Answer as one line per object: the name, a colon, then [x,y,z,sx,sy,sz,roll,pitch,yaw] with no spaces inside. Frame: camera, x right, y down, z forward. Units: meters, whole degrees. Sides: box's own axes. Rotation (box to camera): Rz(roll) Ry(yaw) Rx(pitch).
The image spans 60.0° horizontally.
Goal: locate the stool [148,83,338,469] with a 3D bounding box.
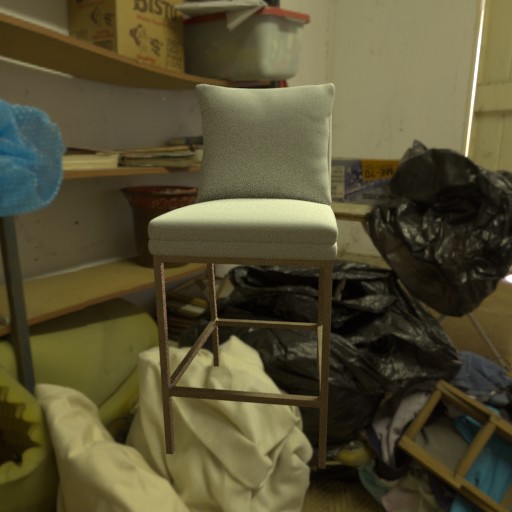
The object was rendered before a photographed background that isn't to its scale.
stool: [0.000,0.000,1.349,0.463,1.032,0.572,2,15,8]
